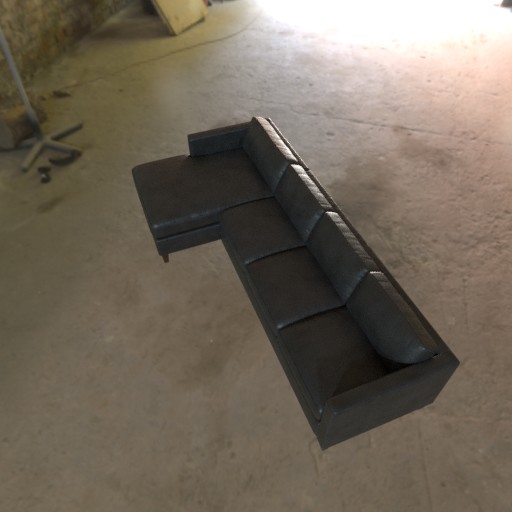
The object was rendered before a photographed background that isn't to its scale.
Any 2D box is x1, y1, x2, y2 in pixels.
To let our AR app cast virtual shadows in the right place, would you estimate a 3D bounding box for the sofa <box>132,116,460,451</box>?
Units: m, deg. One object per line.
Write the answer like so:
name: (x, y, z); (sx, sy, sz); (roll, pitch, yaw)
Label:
sofa: (0.000, 0.000, 3.870); (1.581, 0.883, 3.203); (-16, 50, -14)
